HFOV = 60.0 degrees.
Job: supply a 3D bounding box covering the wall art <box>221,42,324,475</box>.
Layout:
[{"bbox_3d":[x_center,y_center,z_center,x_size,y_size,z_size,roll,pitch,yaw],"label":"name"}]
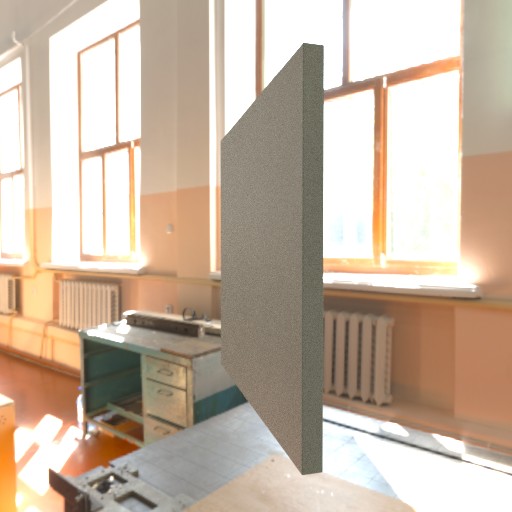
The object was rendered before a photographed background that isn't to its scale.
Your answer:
[{"bbox_3d":[0.000,0.000,1.150,0.040,0.762,0.762,0,2,-15],"label":"wall art"}]
